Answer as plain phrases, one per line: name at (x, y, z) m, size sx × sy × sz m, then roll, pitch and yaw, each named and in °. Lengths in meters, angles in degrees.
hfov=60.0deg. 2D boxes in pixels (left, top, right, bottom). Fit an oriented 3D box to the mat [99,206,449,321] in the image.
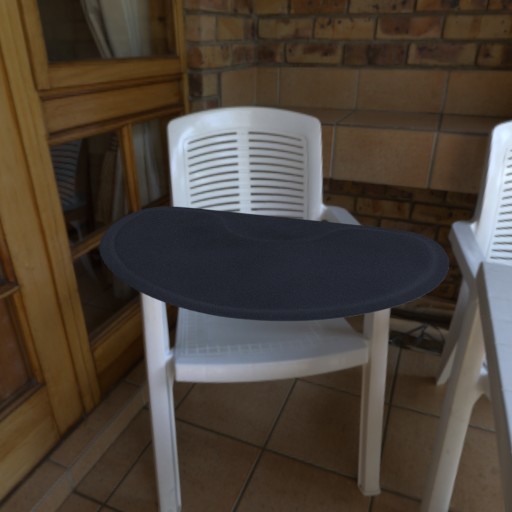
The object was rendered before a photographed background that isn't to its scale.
mat at (0.000, 0.000, 1.833) m, size 1.524 × 0.013 × 0.913 m, roll 7°, pitch 27°, yaw 14°
